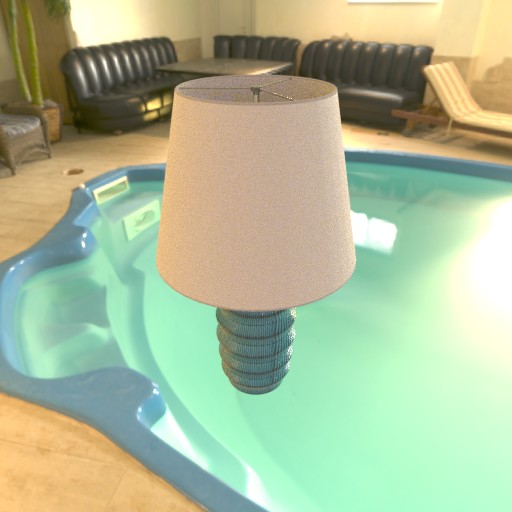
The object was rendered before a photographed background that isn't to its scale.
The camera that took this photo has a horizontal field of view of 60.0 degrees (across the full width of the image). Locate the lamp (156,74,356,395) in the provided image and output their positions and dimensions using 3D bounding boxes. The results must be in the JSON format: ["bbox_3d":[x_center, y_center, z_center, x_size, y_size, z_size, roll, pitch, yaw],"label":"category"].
[{"bbox_3d":[0.000,0.000,0.804,0.355,0.582,0.355,0,30,0],"label":"lamp"}]
